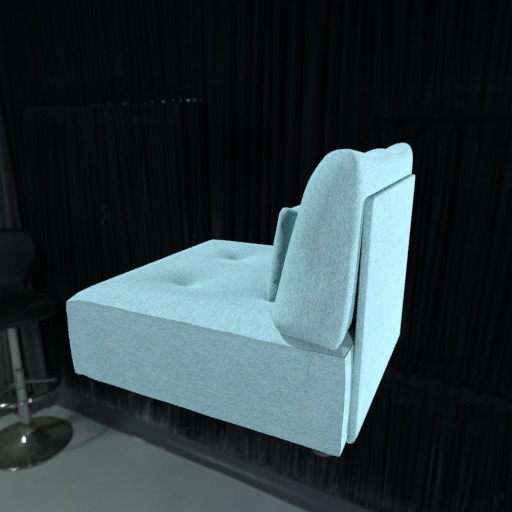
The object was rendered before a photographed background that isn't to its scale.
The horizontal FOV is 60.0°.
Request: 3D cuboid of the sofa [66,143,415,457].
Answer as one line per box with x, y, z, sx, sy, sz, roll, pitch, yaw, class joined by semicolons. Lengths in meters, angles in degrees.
0.000;0.000;1.673;1.000;0.820;0.930;7;17;25;sofa
